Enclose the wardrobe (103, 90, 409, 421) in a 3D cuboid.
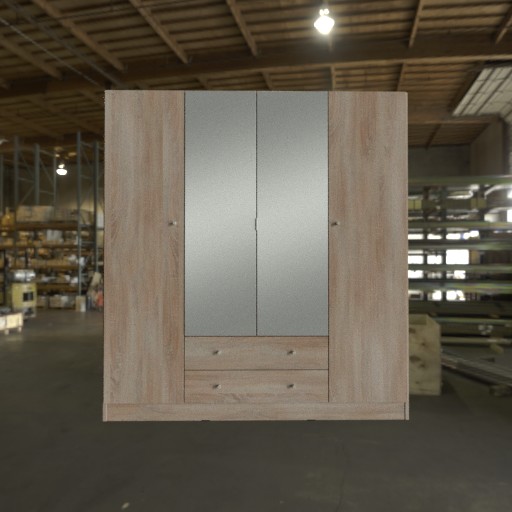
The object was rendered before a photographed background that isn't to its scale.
[{"bbox_3d":[0.000,0.000,3.148,1.998,2.159,0.598,0,-1,-1],"label":"wardrobe"}]
